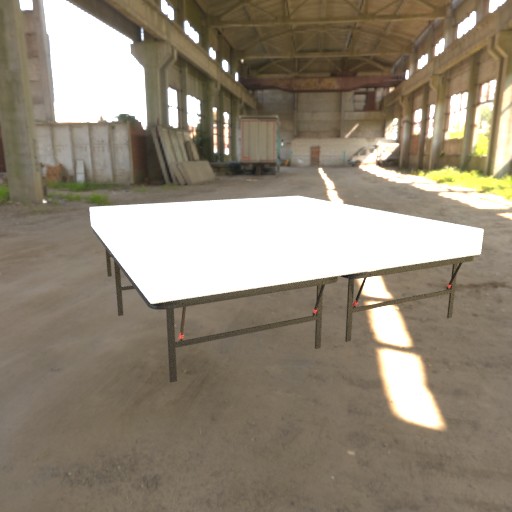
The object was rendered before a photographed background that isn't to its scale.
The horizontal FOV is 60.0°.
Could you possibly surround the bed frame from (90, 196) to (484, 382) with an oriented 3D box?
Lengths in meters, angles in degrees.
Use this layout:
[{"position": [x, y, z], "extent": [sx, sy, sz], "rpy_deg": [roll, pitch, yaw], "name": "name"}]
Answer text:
[{"position": [0.000, 0.000, 3.090], "extent": [1.930, 0.559, 2.032], "rpy_deg": [-7, 15, -25], "name": "bed frame"}]
